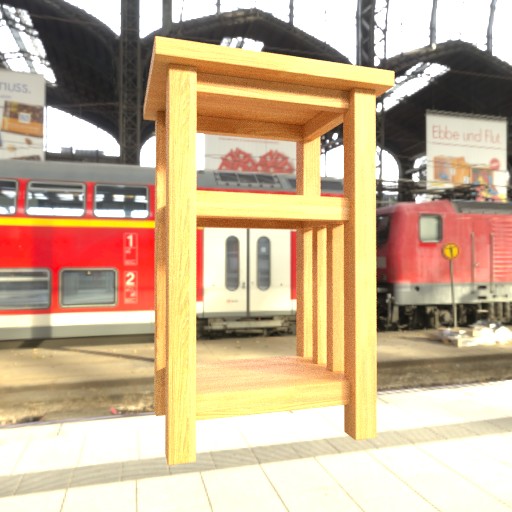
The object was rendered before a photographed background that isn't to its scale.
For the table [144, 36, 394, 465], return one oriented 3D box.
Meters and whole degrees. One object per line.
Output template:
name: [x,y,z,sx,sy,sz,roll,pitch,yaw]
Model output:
table: [0.000,0.000,0.735,0.350,0.550,0.270,0,-1,-17]
